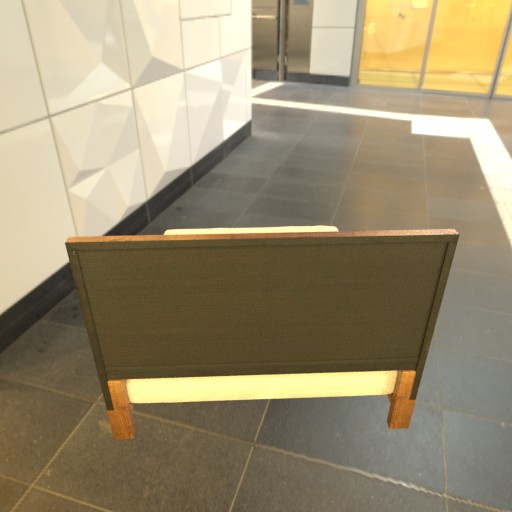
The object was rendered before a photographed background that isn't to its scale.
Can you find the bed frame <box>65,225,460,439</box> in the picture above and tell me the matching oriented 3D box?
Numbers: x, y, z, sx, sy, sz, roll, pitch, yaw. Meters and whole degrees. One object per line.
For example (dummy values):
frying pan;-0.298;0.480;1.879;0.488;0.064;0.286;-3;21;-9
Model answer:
bed frame;0.000;0.000;3.632;2.038;1.537;2.235;-1;31;-2
